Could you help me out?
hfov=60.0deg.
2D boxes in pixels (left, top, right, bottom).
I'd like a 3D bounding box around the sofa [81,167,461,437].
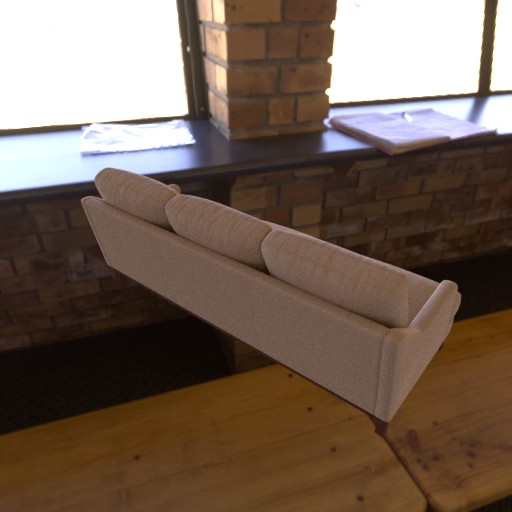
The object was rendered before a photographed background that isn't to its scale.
[{"bbox_3d":[0.000,0.000,2.854,2.321,0.913,1.000,23,38,33],"label":"sofa"}]
